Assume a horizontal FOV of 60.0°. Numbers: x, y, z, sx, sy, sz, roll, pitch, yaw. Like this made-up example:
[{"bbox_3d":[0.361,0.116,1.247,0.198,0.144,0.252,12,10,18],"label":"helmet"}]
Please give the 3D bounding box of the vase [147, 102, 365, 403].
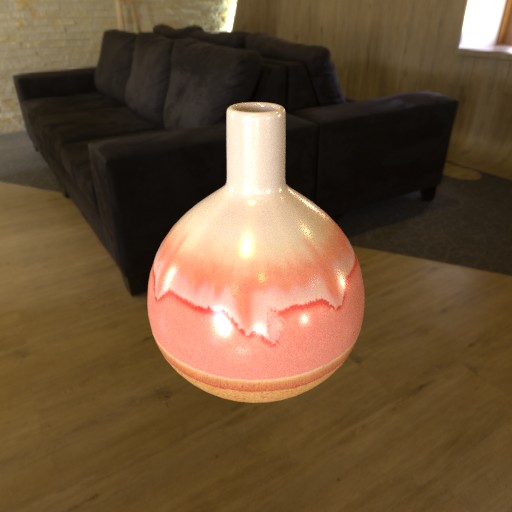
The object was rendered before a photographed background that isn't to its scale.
[{"bbox_3d":[0.000,0.000,0.272,0.137,0.176,0.137,0,29,0],"label":"vase"}]
